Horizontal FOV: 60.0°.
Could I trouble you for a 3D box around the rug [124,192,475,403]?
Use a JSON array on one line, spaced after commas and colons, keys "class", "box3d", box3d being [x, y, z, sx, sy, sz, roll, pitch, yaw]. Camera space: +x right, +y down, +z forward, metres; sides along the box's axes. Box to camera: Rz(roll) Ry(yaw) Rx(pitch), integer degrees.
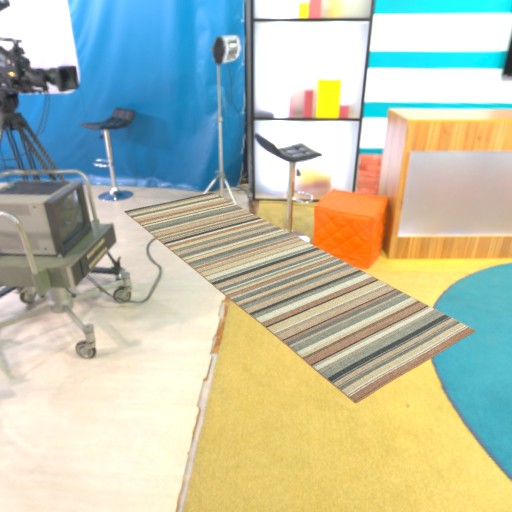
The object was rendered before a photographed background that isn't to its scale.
[{"class": "rug", "box3d": [0.000, 0.000, 2.755, 0.799, 0.010, 2.444, -18, 32, -31]}]
